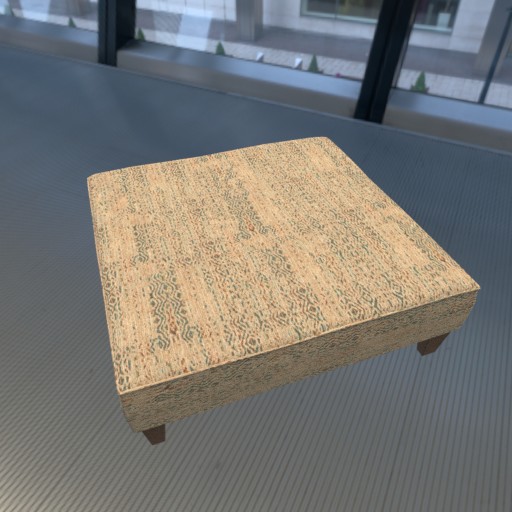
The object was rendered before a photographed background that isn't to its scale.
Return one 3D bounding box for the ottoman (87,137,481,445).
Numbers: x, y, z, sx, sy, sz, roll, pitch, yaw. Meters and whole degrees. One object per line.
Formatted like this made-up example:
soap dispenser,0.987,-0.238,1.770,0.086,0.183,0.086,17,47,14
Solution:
ottoman,0.000,0.000,1.532,1.004,0.356,0.968,-13,44,-15
